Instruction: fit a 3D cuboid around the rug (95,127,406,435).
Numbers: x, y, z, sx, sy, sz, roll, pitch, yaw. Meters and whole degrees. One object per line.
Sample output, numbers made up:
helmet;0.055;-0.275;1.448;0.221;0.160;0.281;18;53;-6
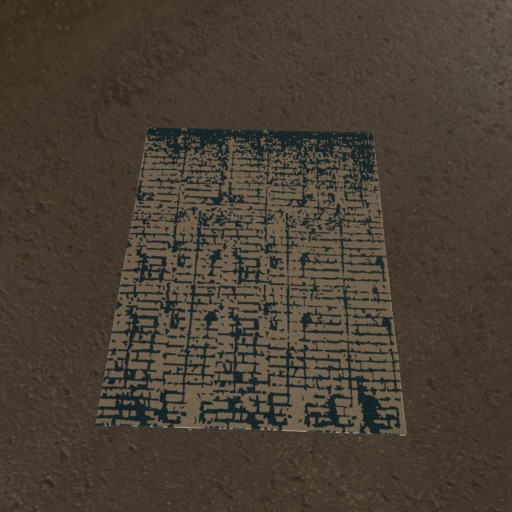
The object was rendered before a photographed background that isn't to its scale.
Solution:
rug;0.000;0.000;4.101;2.416;0.014;3.017;2;64;1
